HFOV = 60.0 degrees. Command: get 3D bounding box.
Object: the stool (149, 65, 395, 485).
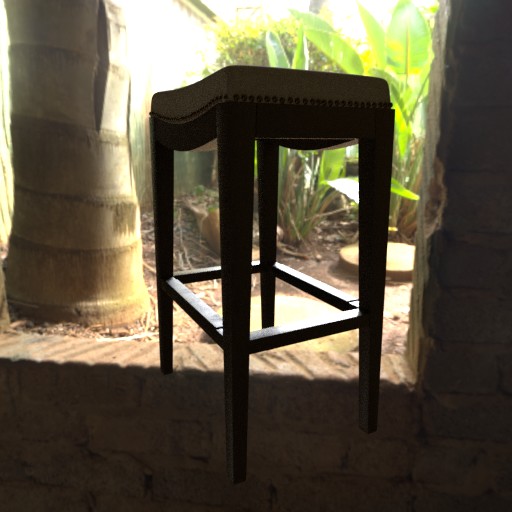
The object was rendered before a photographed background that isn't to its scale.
[{"bbox_3d":[0.000,0.000,1.044,0.358,0.759,0.498,-7,16,-27],"label":"stool"}]
